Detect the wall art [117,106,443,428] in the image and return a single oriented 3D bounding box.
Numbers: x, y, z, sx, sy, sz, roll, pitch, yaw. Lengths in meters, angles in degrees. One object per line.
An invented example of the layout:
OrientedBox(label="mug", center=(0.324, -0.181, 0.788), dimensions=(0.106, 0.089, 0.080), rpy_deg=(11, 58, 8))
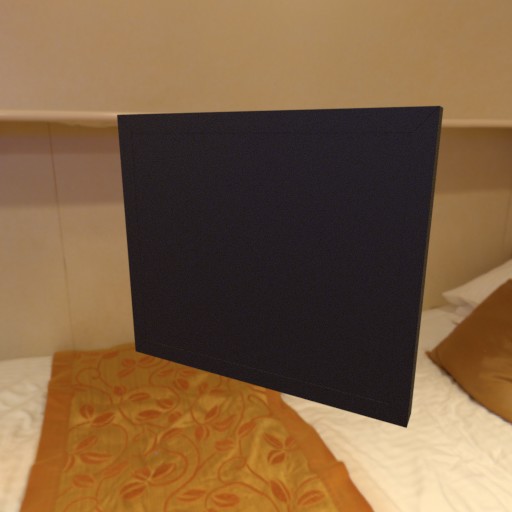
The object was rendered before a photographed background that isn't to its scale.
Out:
OrientedBox(label="wall art", center=(0.000, 0.000, 0.532), dimensions=(0.381, 0.330, 0.029), rpy_deg=(8, 17, 26))
